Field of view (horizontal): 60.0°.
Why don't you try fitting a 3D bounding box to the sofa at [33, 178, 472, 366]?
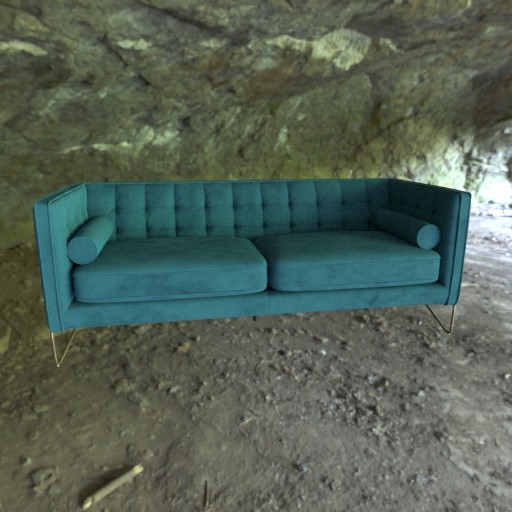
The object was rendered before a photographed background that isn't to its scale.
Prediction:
[{"bbox_3d":[0.000,0.000,2.526,2.087,0.789,0.867,-3,15,-10],"label":"sofa"}]
